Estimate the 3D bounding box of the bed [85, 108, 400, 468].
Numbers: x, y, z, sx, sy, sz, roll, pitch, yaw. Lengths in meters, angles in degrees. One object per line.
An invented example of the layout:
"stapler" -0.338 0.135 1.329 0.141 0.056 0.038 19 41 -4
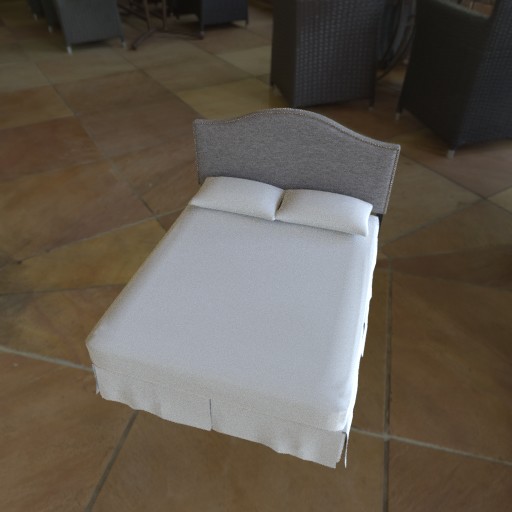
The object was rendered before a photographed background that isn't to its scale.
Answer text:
"bed" 0.000 0.000 2.927 1.610 1.295 1.870 11 41 13
